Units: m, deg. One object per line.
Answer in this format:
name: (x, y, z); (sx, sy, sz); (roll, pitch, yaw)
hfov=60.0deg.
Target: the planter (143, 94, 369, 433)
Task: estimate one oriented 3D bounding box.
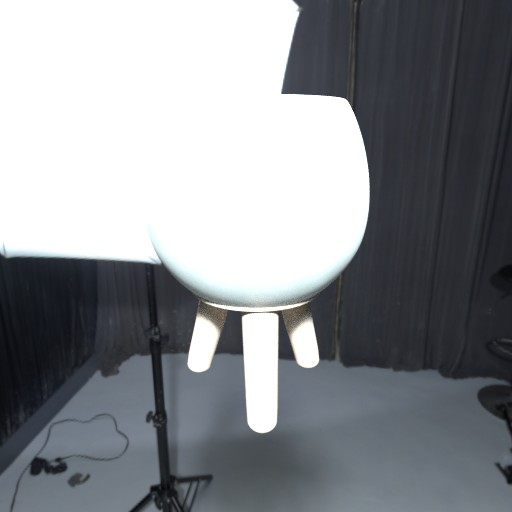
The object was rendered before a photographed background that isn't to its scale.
planter: (0.000, 0.000, 0.337); (0.161, 0.224, 0.161); (0, 16, 0)
